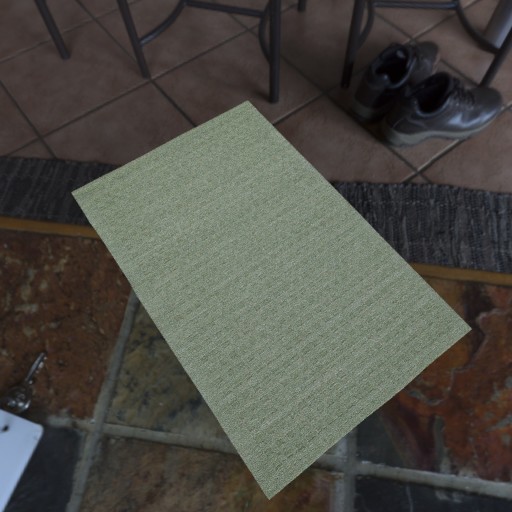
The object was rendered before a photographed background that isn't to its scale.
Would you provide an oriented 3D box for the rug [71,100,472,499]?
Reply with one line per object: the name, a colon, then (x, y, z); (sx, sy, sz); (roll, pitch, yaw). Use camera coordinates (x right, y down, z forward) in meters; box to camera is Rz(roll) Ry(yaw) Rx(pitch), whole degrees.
rug: (0.000, 0.000, 2.163); (1.143, 0.006, 1.747); (-33, 67, -16)
